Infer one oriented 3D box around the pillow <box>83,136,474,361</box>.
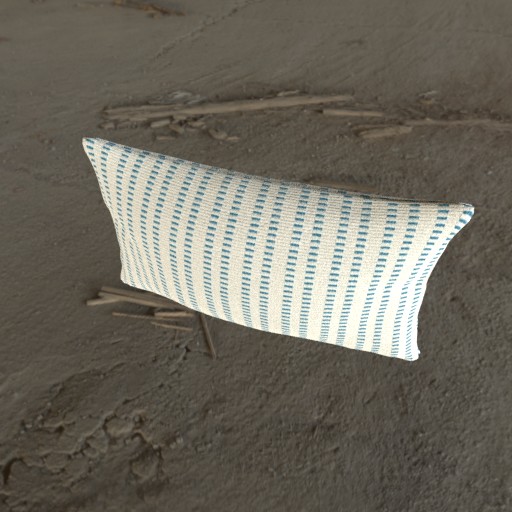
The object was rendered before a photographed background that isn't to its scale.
[{"bbox_3d":[0.000,0.000,0.790,0.640,0.353,0.210,13,44,14],"label":"pillow"}]
